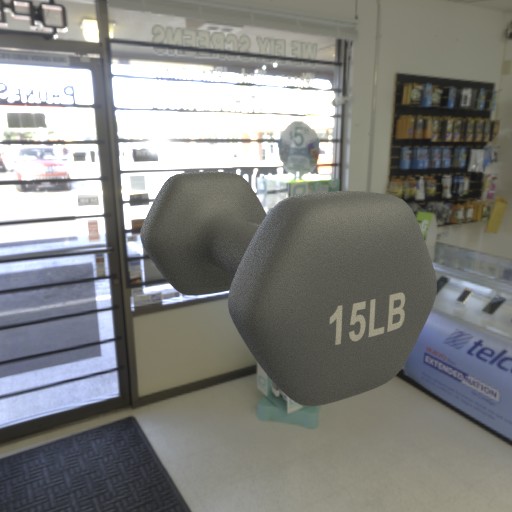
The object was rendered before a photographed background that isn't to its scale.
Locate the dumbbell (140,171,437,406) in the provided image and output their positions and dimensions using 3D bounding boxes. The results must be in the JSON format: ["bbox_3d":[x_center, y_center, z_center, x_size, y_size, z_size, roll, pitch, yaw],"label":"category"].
[{"bbox_3d":[0.000,0.000,0.308,0.116,0.105,0.240,-7,16,-26],"label":"dumbbell"}]
